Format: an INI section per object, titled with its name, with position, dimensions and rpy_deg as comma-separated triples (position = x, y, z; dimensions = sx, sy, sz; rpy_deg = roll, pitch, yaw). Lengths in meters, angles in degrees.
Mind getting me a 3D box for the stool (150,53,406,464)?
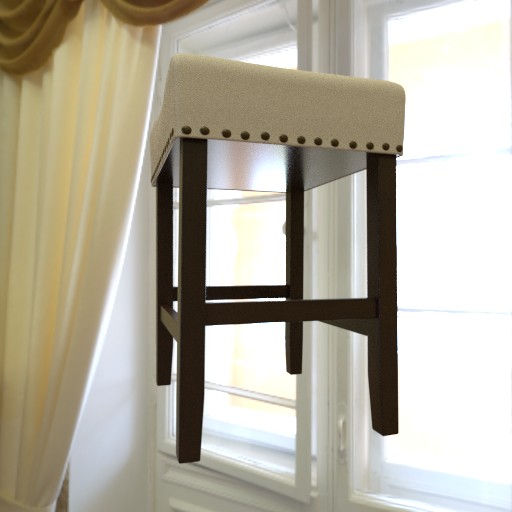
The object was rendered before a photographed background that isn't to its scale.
[stool]
position = 0.000, 0.000, 0.915
dimensions = 0.401, 0.609, 0.471
rpy_deg = 0, 0, -17
